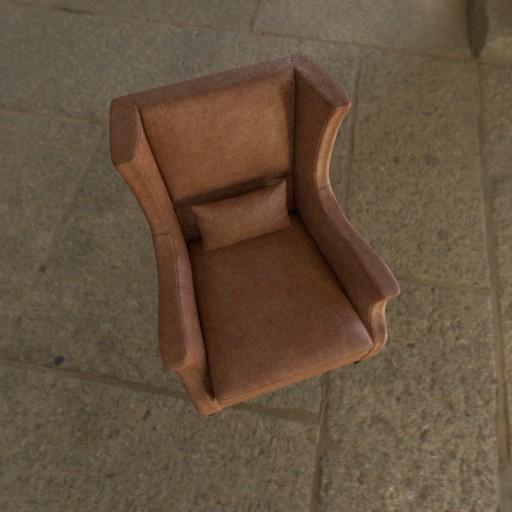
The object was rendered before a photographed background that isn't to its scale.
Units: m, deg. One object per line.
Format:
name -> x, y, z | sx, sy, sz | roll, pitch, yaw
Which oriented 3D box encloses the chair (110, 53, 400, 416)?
chair -> 0.000, 0.000, 1.697 | 0.853, 1.016, 0.926 | -17, 65, -8
